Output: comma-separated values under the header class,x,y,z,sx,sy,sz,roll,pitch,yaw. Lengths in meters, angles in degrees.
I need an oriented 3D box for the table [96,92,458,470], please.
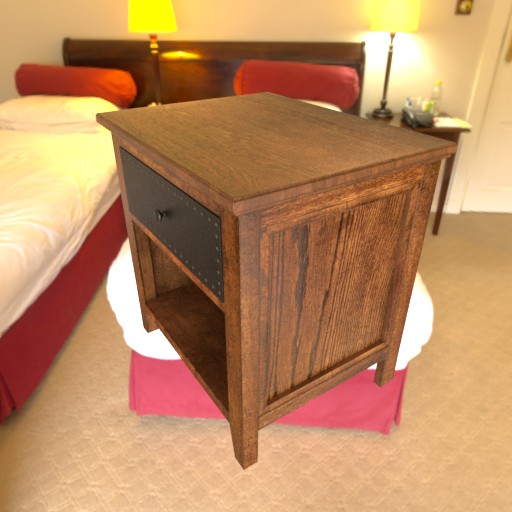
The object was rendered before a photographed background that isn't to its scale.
class,x,y,z,sx,sy,sz,roll,pitch,yaw
table,0.000,0.000,1.026,0.461,0.597,0.586,-19,35,-29
